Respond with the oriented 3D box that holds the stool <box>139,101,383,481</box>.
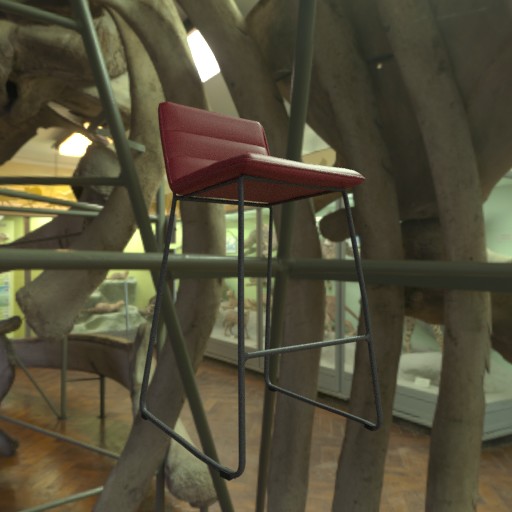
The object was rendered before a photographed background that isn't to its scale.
[{"bbox_3d":[0.000,0.000,1.245,0.489,0.937,0.524,0,-1,-36],"label":"stool"}]
